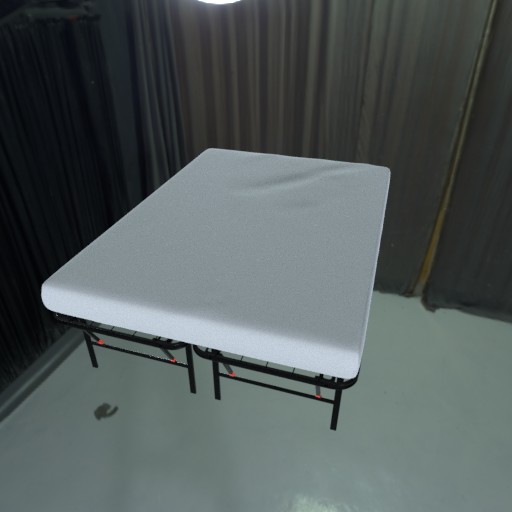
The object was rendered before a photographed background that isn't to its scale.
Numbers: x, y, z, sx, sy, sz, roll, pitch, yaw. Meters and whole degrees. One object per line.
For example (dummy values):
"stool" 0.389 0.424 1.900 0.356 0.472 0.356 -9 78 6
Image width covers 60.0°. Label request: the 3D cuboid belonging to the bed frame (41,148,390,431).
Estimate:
"bed frame" 0.000 0.000 2.616 1.372 0.637 1.905 10 34 15
